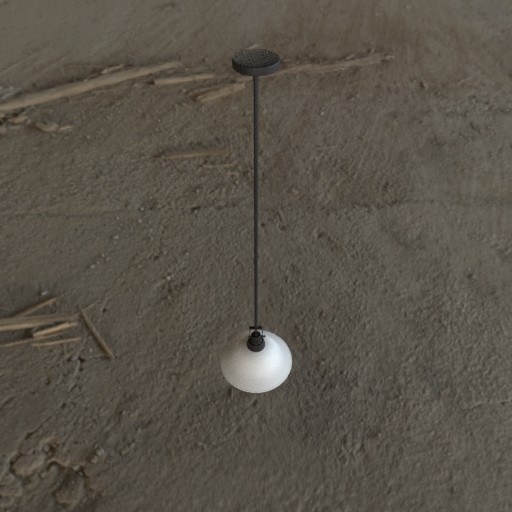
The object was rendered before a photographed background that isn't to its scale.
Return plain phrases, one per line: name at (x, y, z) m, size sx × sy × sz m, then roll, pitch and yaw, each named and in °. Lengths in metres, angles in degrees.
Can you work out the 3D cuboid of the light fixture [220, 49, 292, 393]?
light fixture at (0.000, 0.000, 1.526) m, size 0.324 × 1.337 × 0.324 m, roll -2°, pitch 46°, yaw -2°
